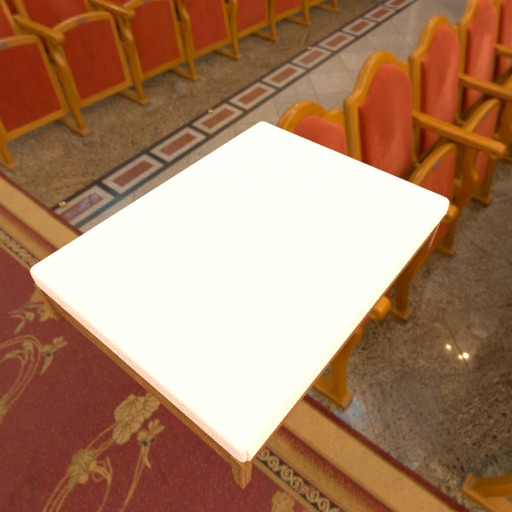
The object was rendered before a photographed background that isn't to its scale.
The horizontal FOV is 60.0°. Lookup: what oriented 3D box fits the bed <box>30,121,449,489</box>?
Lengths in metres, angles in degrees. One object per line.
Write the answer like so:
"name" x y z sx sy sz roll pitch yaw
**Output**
"bed" 0.000 0.000 2.718 1.536 0.431 2.016 31 54 26
